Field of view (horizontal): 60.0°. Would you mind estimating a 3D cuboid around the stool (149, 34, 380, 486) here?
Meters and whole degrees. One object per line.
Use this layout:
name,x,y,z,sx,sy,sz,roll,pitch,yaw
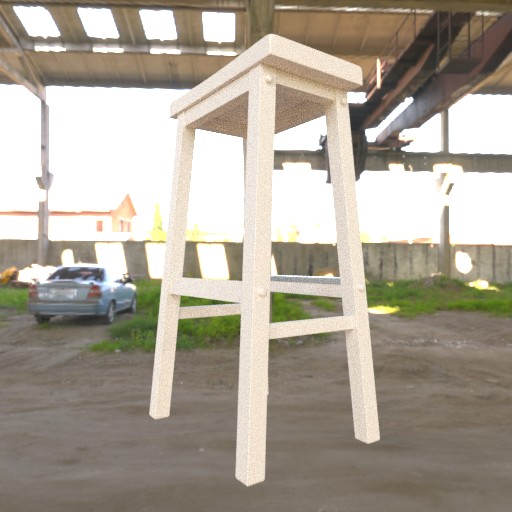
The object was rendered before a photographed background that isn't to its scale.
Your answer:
stool,0.000,0.000,0.967,0.322,0.742,0.406,1,-1,-35
